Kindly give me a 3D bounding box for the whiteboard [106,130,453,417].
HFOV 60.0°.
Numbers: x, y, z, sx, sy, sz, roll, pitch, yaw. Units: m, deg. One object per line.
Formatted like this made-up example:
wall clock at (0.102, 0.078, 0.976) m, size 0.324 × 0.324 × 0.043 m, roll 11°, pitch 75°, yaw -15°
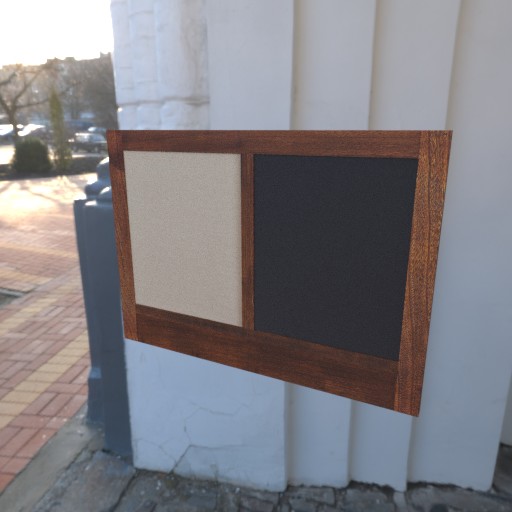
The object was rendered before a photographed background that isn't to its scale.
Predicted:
whiteboard at (0.000, 0.000, 1.012) m, size 0.768 × 0.553 × 0.083 m, roll 8°, pitch 18°, yaw 26°
